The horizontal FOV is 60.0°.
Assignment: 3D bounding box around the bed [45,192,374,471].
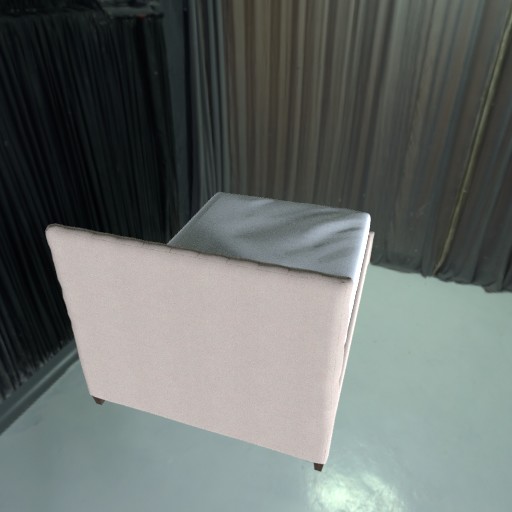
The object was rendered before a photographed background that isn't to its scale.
[{"bbox_3d":[0.000,0.000,3.507,1.698,1.427,2.387,10,34,16],"label":"bed"}]
